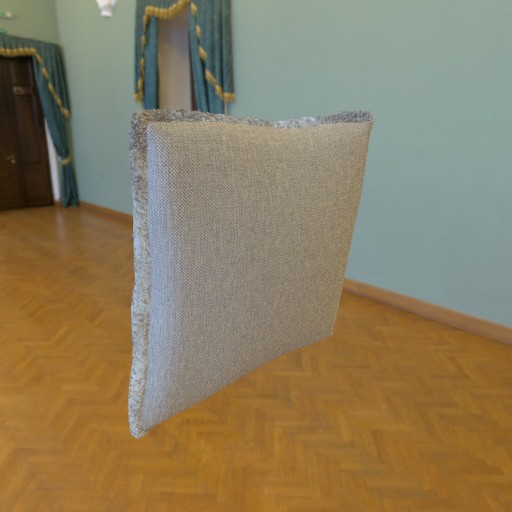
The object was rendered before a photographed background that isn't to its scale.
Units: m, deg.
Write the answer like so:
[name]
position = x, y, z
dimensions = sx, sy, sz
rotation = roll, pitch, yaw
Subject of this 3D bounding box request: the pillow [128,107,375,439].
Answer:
[pillow]
position = 0.000, 0.000, 0.804
dimensions = 0.529, 0.515, 0.218
rotation = -16, 23, -42
